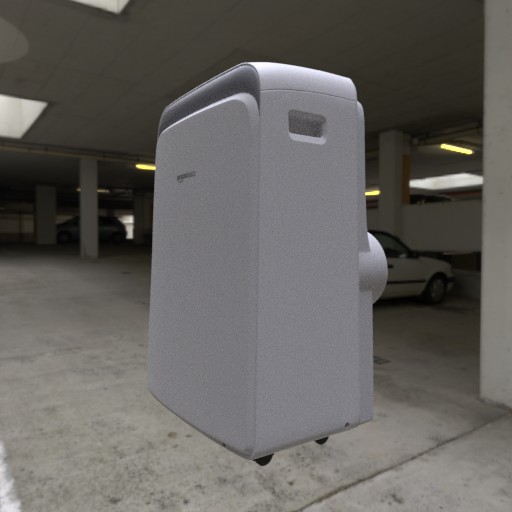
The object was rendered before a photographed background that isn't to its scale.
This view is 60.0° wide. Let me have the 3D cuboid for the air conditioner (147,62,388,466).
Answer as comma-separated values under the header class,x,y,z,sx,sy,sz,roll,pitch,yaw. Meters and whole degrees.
class,x,y,z,sx,sy,sz,roll,pitch,yaw
air conditioner,0.000,0.000,0.951,0.365,0.700,0.454,-1,2,-36
